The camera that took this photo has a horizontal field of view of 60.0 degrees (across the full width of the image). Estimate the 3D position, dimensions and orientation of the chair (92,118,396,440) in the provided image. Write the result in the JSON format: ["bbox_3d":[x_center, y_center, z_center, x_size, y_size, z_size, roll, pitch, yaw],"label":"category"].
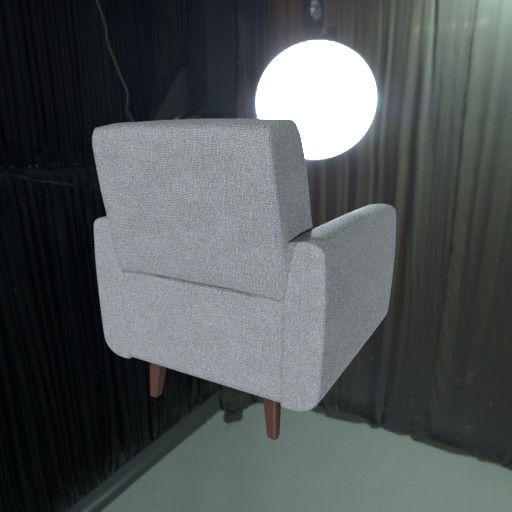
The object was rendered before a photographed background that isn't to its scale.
[{"bbox_3d":[0.000,0.000,1.669,0.845,0.968,0.942,8,17,28],"label":"chair"}]
